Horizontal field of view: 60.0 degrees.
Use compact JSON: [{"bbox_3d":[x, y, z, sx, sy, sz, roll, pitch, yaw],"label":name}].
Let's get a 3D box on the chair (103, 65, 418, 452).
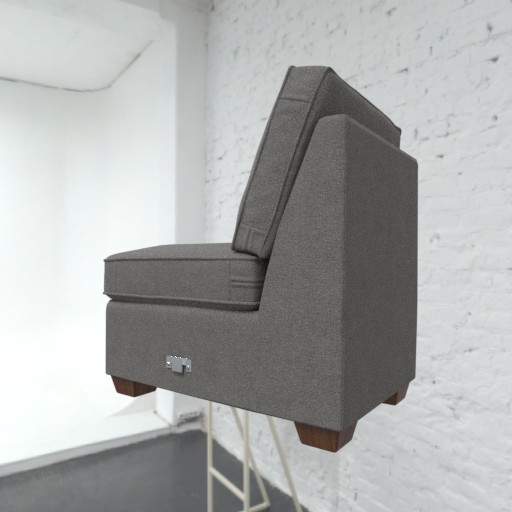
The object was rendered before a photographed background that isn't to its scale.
[{"bbox_3d":[0.000,0.000,1.540,0.938,0.970,0.621,0,-1,36],"label":"chair"}]
